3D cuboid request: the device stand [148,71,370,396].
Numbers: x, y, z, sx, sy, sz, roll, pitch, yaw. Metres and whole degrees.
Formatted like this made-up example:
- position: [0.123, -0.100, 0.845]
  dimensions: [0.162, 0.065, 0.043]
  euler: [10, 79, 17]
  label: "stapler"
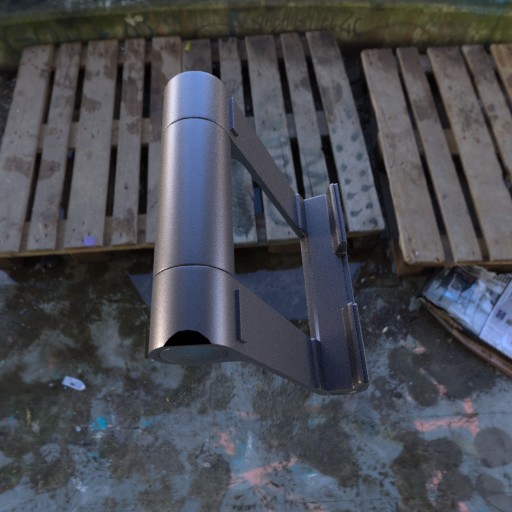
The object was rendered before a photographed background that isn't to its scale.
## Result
- position: [0.000, 0.000, 0.155]
  dimensions: [0.079, 0.084, 0.088]
  euler: [-3, 63, -1]
  label: "device stand"
